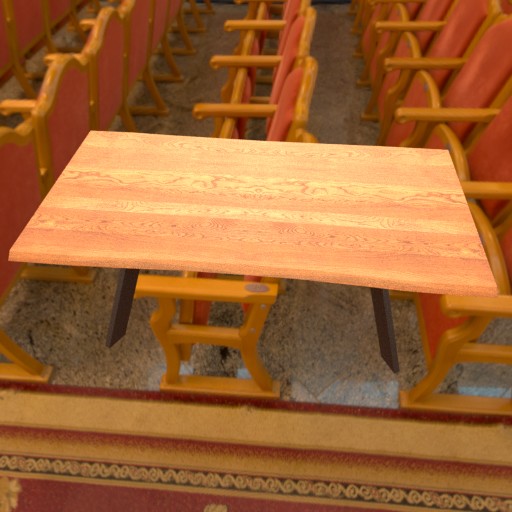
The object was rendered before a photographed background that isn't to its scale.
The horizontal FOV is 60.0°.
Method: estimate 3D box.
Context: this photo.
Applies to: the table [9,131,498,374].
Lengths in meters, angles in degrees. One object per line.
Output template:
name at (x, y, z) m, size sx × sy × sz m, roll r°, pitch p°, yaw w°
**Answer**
table at (0.000, 0.000, 2.179) m, size 1.800 × 0.770 × 0.900 m, roll 4°, pitch 46°, yaw 4°
